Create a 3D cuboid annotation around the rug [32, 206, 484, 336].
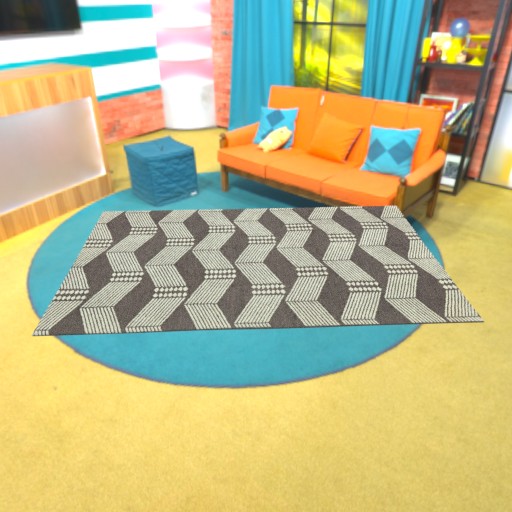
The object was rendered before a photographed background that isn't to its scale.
[{"bbox_3d":[0.000,0.000,3.027,2.435,0.011,1.517,-1,31,-2],"label":"rug"}]
